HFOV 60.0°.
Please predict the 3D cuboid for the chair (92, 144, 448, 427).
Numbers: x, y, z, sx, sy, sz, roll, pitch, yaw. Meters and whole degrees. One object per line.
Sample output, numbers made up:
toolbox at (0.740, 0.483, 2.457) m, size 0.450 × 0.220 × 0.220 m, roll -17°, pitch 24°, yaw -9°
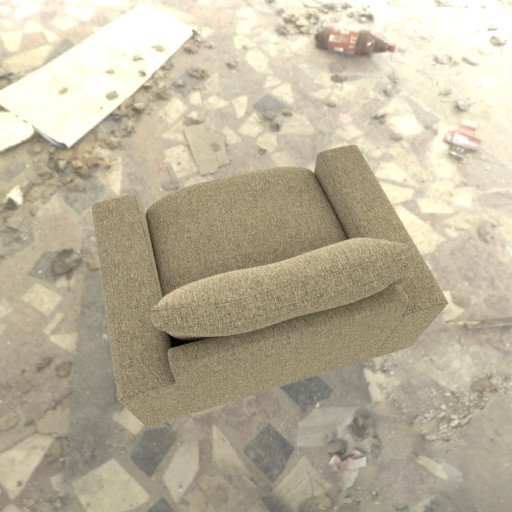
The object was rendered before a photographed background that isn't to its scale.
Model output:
chair at (0.000, 0.000, 2.104) m, size 1.398 × 0.915 × 1.039 m, roll -15°, pitch 60°, yaw -9°
